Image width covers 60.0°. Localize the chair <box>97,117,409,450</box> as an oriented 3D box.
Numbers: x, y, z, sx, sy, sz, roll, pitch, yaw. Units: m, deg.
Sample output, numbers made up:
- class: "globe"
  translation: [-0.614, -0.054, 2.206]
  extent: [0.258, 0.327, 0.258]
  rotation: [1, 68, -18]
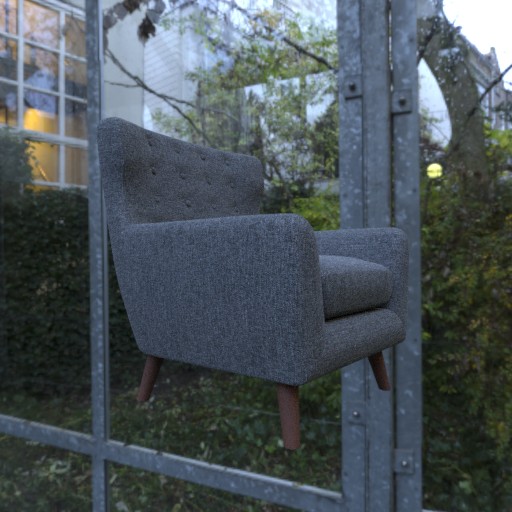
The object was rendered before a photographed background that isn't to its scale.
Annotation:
- class: "chair"
  translation: [0.000, 0.000, 1.722]
  extent: [0.940, 1.039, 0.889]
  rotation: [0, 0, 38]
